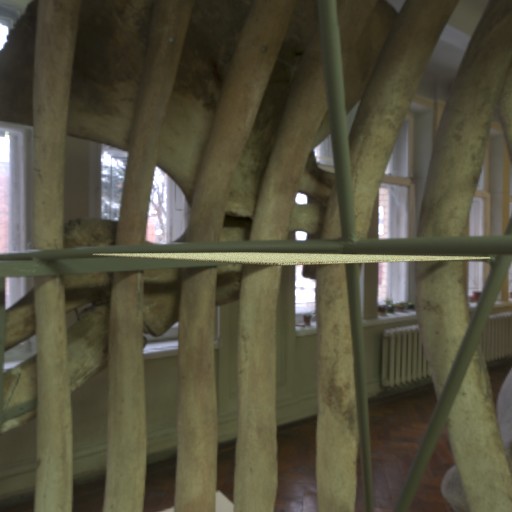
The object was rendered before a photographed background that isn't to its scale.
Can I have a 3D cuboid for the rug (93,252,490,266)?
[{"bbox_3d":[0.000,0.000,3.057,1.533,0.011,2.439,-1,1,-35],"label":"rug"}]
